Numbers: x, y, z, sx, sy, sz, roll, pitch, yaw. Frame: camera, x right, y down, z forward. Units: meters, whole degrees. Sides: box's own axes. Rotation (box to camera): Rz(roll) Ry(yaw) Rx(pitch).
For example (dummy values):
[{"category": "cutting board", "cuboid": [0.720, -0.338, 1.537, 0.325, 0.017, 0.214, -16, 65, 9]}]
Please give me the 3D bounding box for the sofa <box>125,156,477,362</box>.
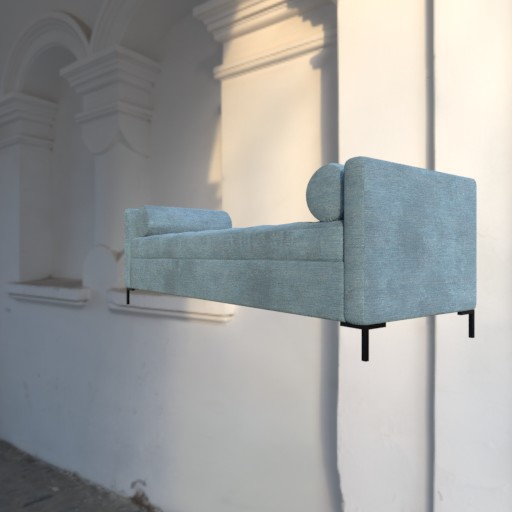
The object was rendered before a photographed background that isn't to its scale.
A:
[{"category": "sofa", "cuboid": [0.000, 0.000, 2.317, 0.686, 0.635, 1.981, 0, 0, -37]}]
